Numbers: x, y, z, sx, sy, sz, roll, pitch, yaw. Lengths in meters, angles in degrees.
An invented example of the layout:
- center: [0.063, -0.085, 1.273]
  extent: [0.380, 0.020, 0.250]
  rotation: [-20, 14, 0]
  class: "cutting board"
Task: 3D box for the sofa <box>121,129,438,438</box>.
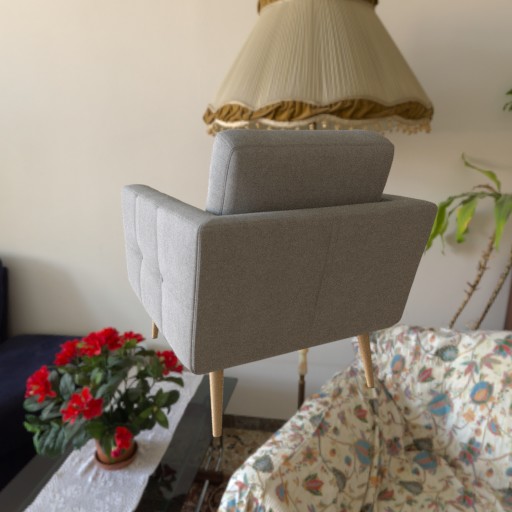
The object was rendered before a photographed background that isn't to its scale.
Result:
- center: [0.000, 0.000, 1.573]
  extent: [0.770, 0.860, 0.920]
  rotation: [-8, 17, -26]
  class: "sofa"
